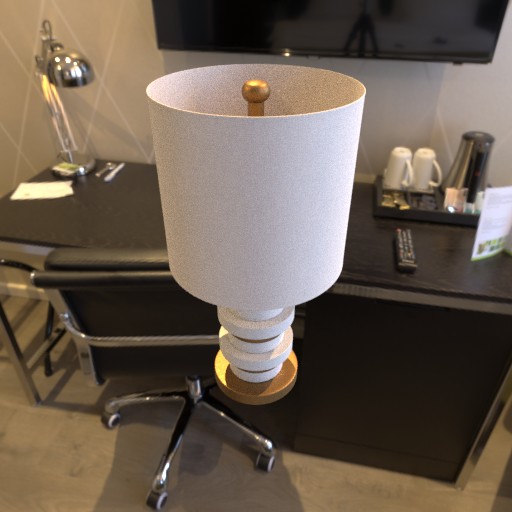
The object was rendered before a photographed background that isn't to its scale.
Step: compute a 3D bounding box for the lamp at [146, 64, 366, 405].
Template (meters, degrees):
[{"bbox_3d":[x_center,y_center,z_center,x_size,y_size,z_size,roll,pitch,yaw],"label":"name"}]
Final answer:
[{"bbox_3d":[0.000,0.000,0.544,0.210,0.410,0.210,-10,35,-15],"label":"lamp"}]
